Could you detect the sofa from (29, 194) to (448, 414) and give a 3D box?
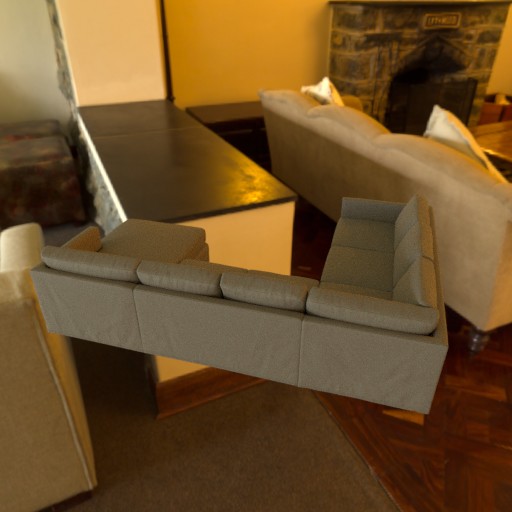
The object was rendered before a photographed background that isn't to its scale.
[{"bbox_3d":[0.000,0.000,4.552,3.460,0.882,2.427,9,32,14],"label":"sofa"}]
